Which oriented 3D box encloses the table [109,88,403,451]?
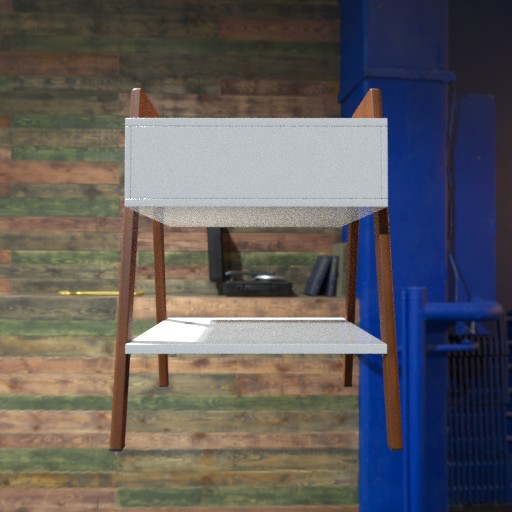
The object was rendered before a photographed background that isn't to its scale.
[{"bbox_3d":[0.000,0.000,0.891,0.457,0.610,0.405,0,-1,0],"label":"table"}]
